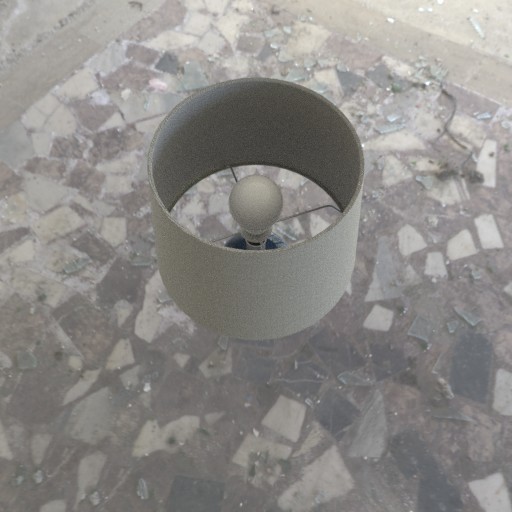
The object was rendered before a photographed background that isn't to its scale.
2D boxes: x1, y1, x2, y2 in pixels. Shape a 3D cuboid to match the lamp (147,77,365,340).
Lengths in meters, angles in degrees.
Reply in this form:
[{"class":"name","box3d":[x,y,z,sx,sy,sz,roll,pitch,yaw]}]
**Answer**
[{"class":"lamp","box3d":[0.000,0.000,0.601,0.253,0.428,0.253,0,65,0]}]
